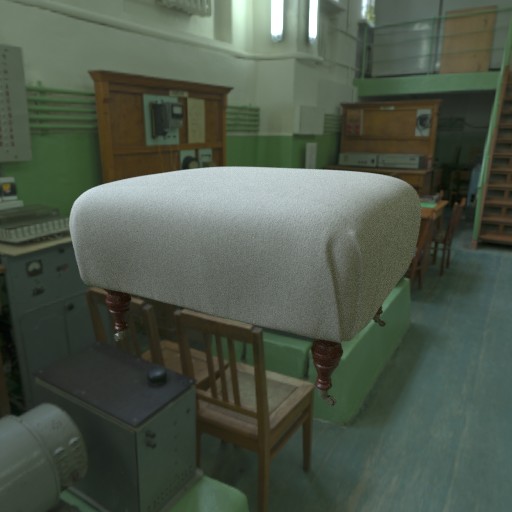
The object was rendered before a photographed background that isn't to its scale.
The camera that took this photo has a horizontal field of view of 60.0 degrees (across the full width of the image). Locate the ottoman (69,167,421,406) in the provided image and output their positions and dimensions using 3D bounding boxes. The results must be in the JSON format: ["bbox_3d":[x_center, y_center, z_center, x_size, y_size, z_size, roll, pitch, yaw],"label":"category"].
[{"bbox_3d":[0.000,0.000,1.173,0.746,0.450,0.639,9,18,28],"label":"ottoman"}]
